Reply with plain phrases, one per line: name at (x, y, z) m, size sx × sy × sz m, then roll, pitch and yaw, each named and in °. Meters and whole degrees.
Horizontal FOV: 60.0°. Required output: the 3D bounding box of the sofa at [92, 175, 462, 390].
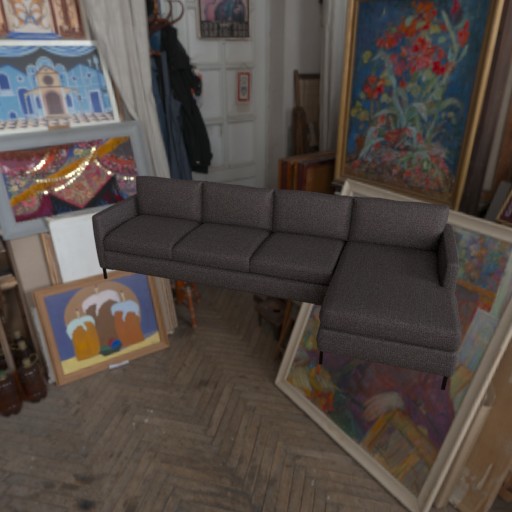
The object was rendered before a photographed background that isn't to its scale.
sofa at (0.000, 0.000, 3.827) m, size 3.221 × 0.892 × 1.483 m, roll 8°, pitch 26°, yaw 17°
